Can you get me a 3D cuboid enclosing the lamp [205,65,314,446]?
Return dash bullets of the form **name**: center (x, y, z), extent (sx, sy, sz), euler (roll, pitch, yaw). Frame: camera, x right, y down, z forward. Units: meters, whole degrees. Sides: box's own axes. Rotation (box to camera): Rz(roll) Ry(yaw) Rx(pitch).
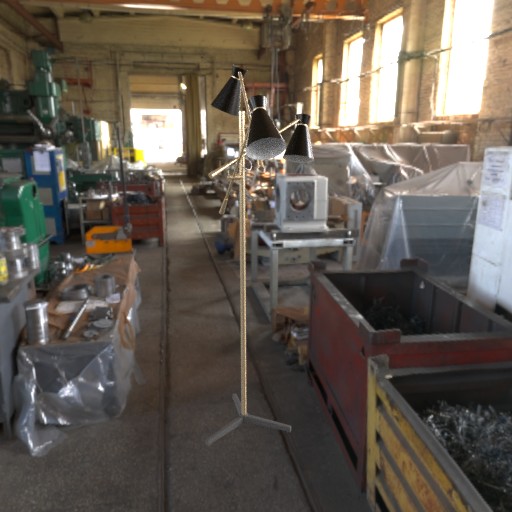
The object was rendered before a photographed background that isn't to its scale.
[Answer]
- **lamp**: center (0.000, 0.000, 2.156), extent (0.653, 1.804, 0.750), euler (-14, 20, -43)
